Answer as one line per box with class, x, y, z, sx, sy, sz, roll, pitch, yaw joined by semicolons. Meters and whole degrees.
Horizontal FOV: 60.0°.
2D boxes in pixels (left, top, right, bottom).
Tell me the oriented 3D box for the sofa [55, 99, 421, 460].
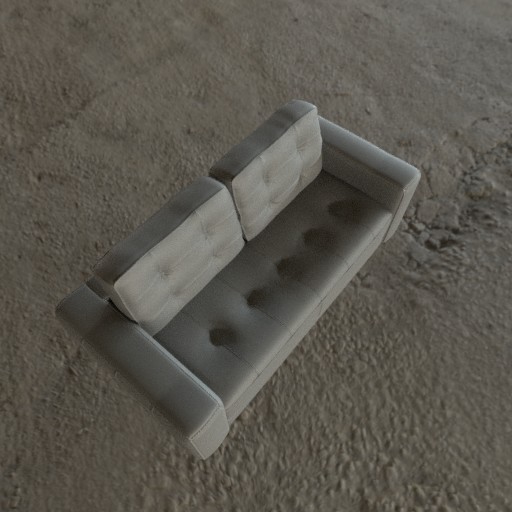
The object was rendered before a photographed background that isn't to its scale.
sofa;0.000;0.000;2.213;0.833;0.893;1.726;36;65;20
